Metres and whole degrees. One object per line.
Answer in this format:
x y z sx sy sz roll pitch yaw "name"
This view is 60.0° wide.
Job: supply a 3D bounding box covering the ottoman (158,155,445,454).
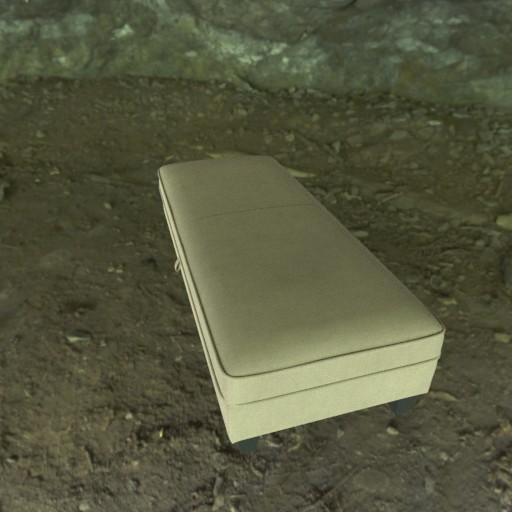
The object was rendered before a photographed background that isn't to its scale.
0.000 0.000 2.020 0.735 0.460 1.726 -9 32 -14 "ottoman"
